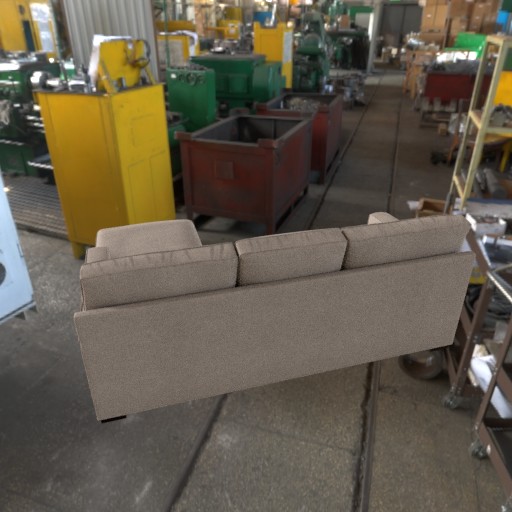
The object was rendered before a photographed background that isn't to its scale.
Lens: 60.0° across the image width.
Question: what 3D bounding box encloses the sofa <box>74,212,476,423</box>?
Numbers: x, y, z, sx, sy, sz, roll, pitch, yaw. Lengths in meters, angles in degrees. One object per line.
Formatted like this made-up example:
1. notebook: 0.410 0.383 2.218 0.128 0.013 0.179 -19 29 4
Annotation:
1. sofa: 0.000 0.000 2.902 2.087 0.861 1.496 -8 29 -14
